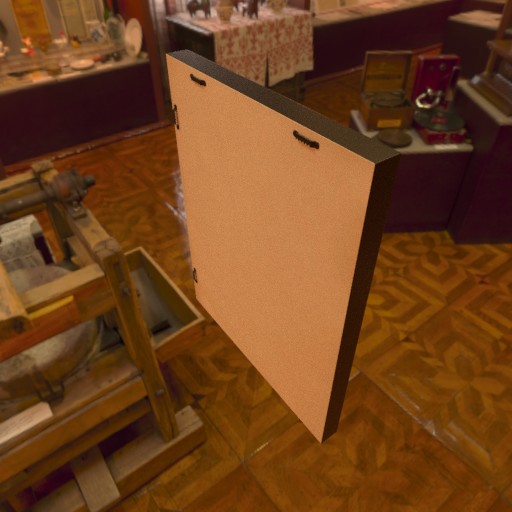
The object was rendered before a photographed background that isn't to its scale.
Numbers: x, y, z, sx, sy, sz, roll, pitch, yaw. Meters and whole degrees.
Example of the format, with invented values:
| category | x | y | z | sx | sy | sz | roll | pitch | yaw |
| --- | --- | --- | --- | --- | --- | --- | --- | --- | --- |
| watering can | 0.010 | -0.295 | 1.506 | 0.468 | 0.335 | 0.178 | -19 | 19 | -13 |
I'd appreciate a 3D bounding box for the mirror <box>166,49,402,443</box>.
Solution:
| category | x | y | z | sx | sy | sz | roll | pitch | yaw |
| --- | --- | --- | --- | --- | --- | --- | --- | --- | --- |
| mirror | 0.000 | 0.000 | 0.690 | 0.041 | 0.509 | 0.406 | -25 | 46 | -27 |
